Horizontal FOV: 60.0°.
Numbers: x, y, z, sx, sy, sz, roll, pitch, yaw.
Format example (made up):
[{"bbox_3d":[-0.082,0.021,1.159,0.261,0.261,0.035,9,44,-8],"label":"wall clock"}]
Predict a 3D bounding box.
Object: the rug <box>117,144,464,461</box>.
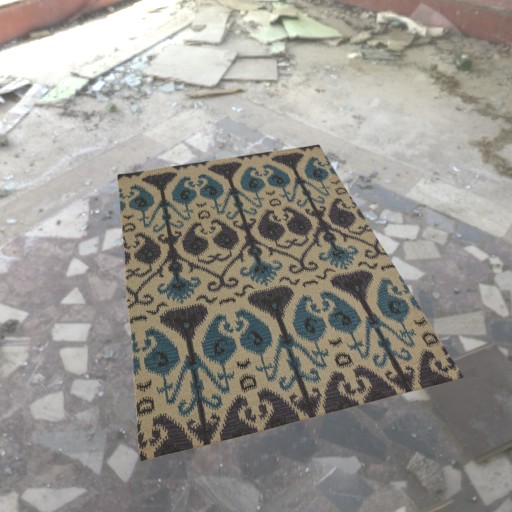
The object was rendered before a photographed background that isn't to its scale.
[{"bbox_3d":[0.000,0.000,4.216,2.443,0.024,3.228,-11,49,-10],"label":"rug"}]
